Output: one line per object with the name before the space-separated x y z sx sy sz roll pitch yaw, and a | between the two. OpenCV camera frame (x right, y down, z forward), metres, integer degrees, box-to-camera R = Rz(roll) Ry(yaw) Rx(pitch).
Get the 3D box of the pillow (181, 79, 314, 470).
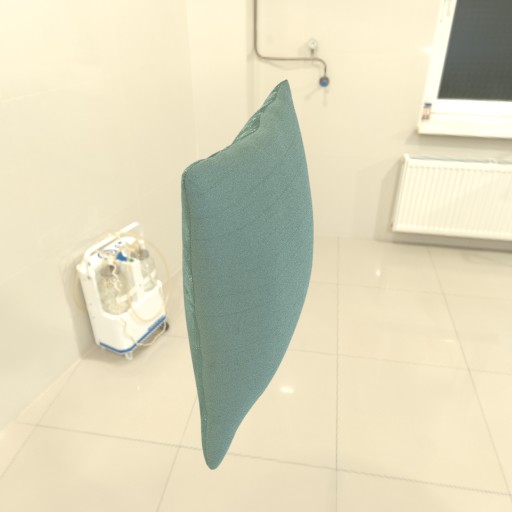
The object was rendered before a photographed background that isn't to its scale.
pillow | 0.000 0.000 0.720 0.175 0.464 0.470 9 33 14
